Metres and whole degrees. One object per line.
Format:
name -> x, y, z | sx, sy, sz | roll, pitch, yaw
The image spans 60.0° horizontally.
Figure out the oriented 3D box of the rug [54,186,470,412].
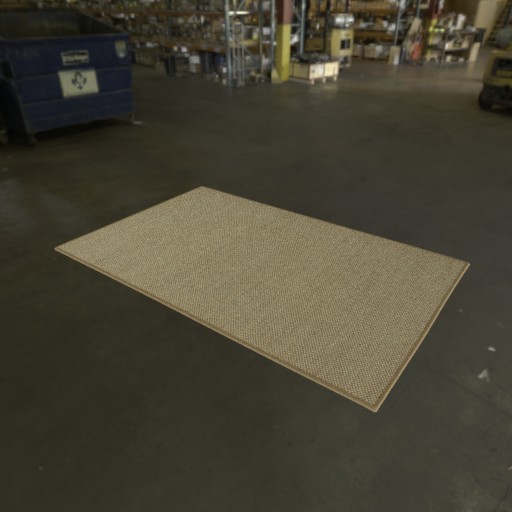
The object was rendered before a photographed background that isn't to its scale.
rug -> 0.000, 0.000, 2.093 | 1.667, 0.013, 1.062 | 20, 35, 31
